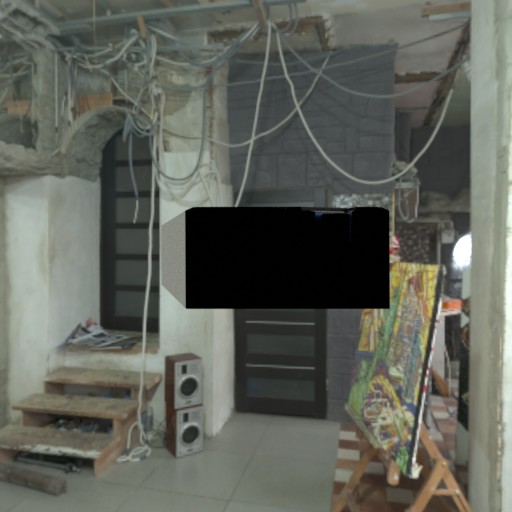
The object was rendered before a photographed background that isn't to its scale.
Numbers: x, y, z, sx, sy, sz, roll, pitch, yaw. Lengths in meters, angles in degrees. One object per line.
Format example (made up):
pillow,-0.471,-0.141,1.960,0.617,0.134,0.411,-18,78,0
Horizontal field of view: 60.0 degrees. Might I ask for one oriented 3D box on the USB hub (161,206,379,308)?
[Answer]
USB hub,0.000,0.000,0.124,0.044,0.023,0.110,0,1,-16
